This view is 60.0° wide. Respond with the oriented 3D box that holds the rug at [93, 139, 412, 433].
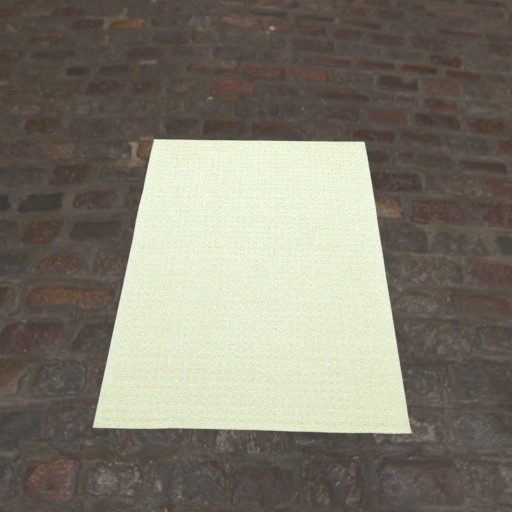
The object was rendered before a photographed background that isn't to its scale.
[{"bbox_3d":[0.000,0.000,4.266,2.452,0.016,3.204,1,57,1],"label":"rug"}]
